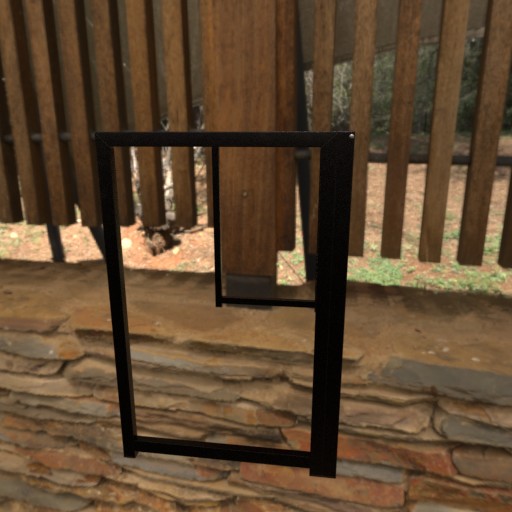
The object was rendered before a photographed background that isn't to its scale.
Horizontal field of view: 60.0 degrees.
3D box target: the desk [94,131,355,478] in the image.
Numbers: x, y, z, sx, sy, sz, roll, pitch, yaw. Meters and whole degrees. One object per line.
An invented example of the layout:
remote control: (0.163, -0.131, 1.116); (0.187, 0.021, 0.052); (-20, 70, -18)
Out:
desk: (0.000, 0.000, 1.427); (0.508, 0.762, 1.016); (2, 15, 8)
